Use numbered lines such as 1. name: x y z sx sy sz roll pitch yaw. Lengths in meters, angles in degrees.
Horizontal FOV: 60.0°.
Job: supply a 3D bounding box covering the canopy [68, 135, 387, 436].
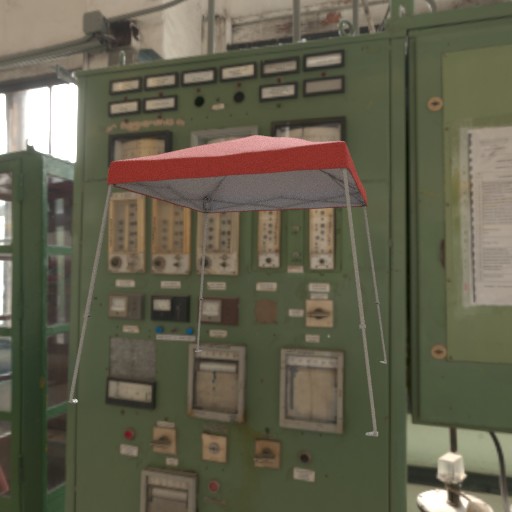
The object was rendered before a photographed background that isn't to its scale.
1. canopy: 0.000 0.000 6.555 3.599 3.600 3.600 -1 -2 18
